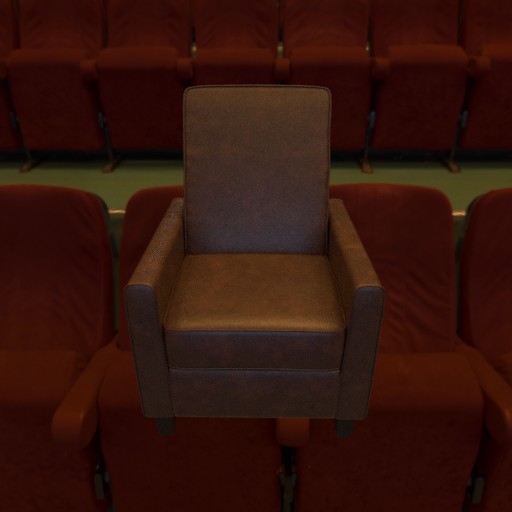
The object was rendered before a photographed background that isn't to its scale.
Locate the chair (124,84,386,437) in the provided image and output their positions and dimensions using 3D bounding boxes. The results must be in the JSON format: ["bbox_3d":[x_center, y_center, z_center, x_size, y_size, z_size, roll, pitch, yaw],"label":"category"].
[{"bbox_3d":[0.000,0.000,1.514,0.705,1.013,0.746,0,29,1],"label":"chair"}]
